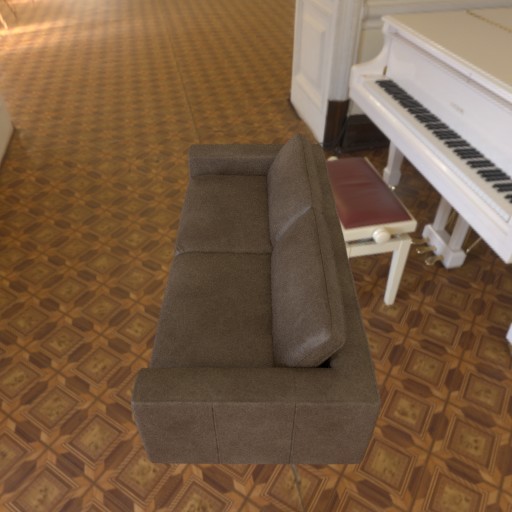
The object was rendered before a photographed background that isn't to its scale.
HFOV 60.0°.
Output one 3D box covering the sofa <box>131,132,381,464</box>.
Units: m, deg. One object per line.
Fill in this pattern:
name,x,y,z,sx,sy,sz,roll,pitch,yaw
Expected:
sofa,0.000,0.000,2.761,1.070,0.801,2.262,0,42,0
